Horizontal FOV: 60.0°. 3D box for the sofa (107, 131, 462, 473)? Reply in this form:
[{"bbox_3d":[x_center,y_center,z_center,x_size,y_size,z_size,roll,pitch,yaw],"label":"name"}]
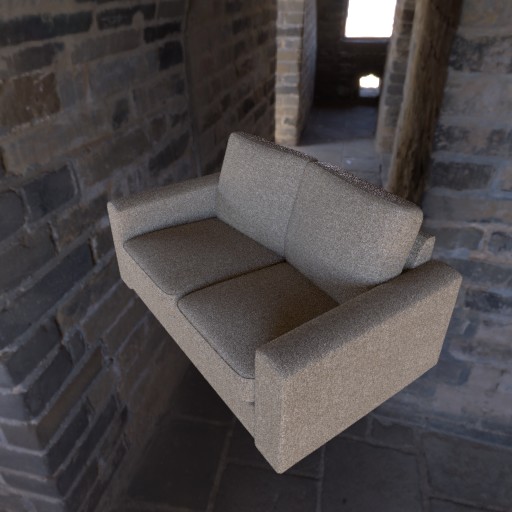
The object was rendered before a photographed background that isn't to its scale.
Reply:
[{"bbox_3d":[0.000,0.000,2.243,1.016,0.873,1.616,-21,38,-30],"label":"sofa"}]
